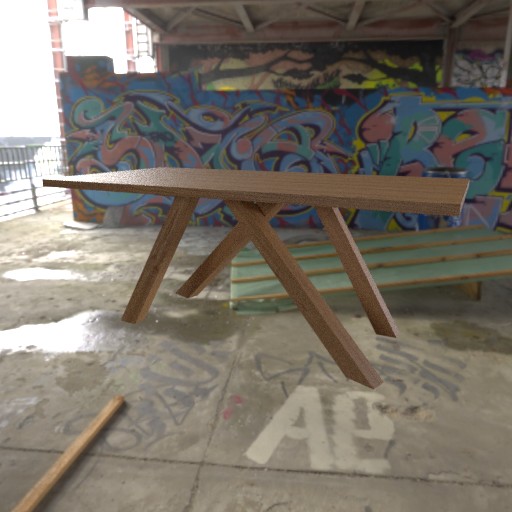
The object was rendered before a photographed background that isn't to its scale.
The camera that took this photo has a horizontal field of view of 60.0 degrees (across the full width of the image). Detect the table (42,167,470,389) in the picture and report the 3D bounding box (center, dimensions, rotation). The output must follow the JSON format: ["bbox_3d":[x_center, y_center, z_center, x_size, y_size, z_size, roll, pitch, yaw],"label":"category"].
[{"bbox_3d":[0.000,0.000,2.180,1.797,0.750,0.901,7,17,25],"label":"table"}]
